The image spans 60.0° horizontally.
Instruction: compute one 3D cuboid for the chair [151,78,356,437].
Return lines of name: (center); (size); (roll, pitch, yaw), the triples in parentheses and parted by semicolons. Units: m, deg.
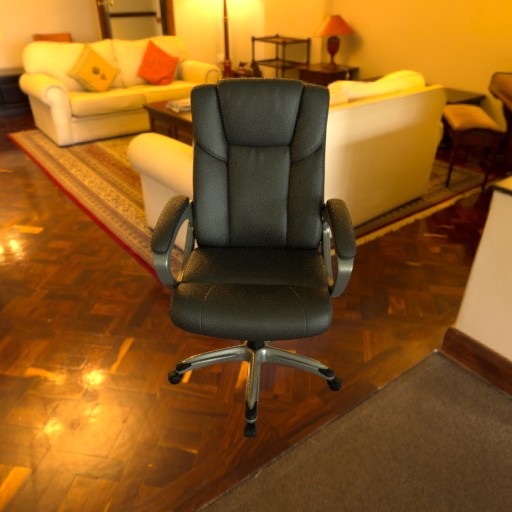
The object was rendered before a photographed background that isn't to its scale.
chair: (0.000, 0.000, 1.622); (0.721, 1.130, 0.719); (2, 31, 4)
